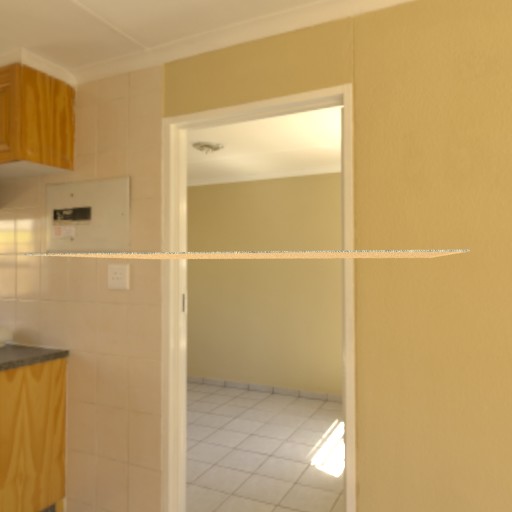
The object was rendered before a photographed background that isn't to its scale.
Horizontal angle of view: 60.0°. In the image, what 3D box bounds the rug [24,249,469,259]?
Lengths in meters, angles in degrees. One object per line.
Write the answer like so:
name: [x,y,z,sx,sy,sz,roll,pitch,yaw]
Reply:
rug: [0.000,0.000,2.220,1.752,0.006,1.142,0,-1,16]
